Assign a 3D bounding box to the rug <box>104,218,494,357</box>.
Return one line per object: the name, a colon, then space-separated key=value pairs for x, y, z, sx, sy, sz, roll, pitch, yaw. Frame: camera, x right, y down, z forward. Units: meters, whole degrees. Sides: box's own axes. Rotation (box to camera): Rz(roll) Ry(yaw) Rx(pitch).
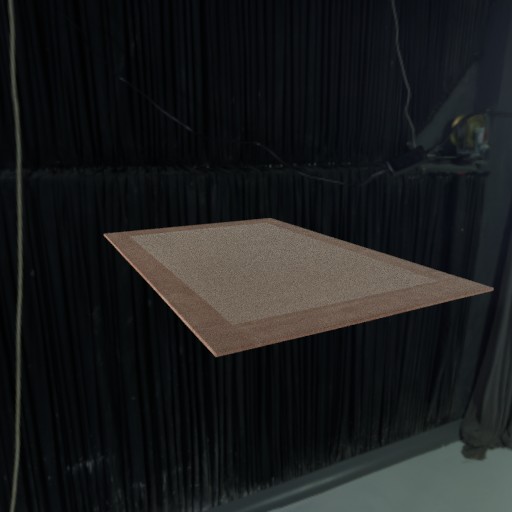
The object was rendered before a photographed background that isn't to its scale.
rug: x=0.000 y=0.000 z=2.305 sx=1.219 sy=0.014 sz=1.829 roll=-8 pitch=17 yaw=-27
